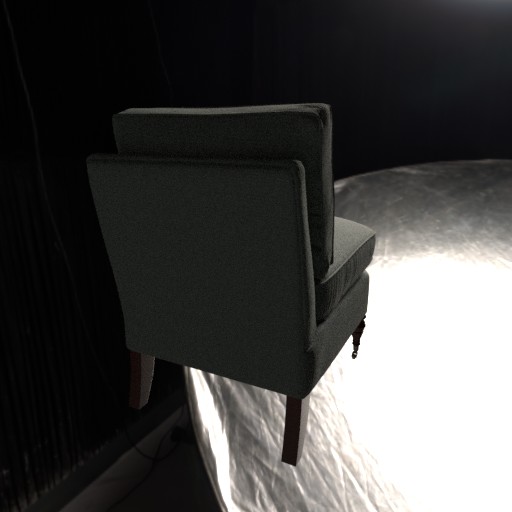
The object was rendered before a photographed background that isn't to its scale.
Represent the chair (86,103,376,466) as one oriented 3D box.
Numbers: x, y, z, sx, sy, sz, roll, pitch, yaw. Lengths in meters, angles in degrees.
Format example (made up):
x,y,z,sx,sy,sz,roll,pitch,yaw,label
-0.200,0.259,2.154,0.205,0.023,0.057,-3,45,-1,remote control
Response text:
x,y,z,sx,sy,sz,roll,pitch,yaw,label
0.000,0.000,1.430,0.624,0.901,0.796,8,18,27,chair
